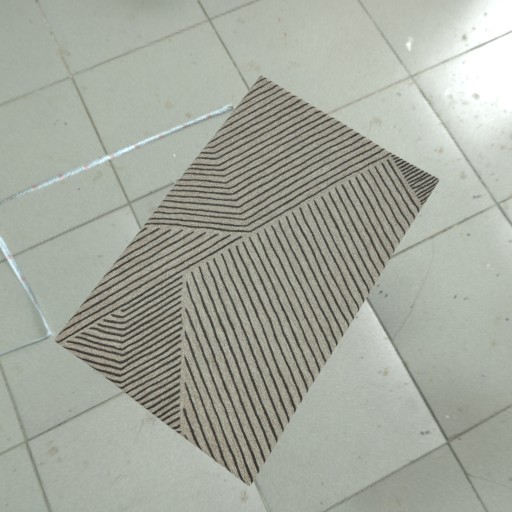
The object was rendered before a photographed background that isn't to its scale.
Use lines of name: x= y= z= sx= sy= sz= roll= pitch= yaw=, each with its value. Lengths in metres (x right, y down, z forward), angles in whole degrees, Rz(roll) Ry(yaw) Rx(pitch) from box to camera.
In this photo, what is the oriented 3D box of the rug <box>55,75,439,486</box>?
rug: x=0.000 y=0.000 z=3.013 sx=1.539 sy=0.023 sz=2.406 roll=33 pitch=78 yaw=8
